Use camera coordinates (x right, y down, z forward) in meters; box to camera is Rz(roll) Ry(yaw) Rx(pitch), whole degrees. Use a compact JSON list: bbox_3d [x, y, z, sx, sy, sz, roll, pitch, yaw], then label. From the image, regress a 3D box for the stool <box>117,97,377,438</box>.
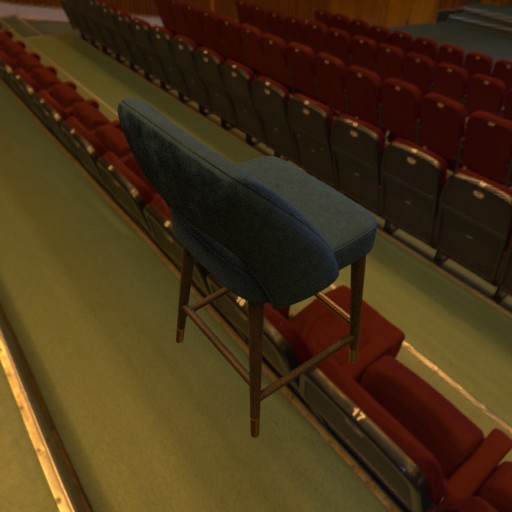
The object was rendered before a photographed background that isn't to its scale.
[{"bbox_3d":[0.000,0.000,1.234,0.524,0.925,0.536,-27,48,-28],"label":"stool"}]
